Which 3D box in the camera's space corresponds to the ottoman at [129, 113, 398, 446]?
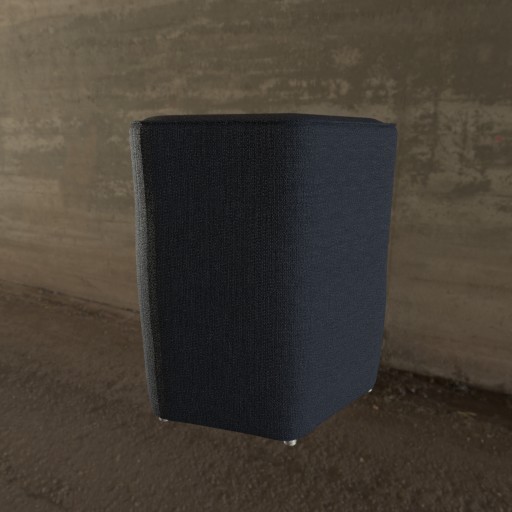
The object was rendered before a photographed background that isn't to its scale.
[{"bbox_3d":[0.000,0.000,0.856,0.454,0.505,0.492,-3,15,-10],"label":"ottoman"}]
